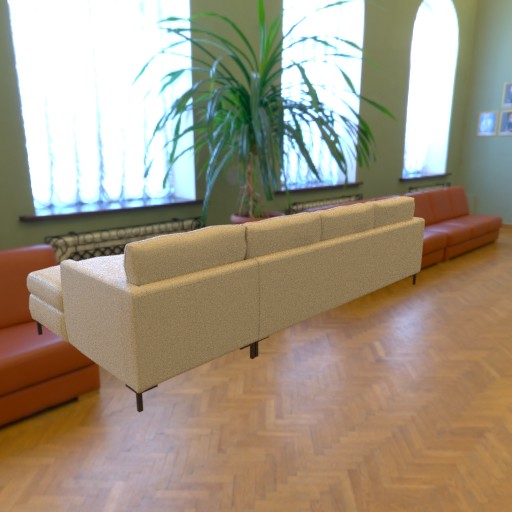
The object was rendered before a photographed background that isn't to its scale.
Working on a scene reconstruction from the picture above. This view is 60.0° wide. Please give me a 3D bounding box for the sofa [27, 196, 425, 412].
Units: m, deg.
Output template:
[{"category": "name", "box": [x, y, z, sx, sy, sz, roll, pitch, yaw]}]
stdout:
[{"category": "sofa", "box": [0.000, 0.000, 3.183, 2.731, 0.755, 1.258, -14, 19, -43]}]
